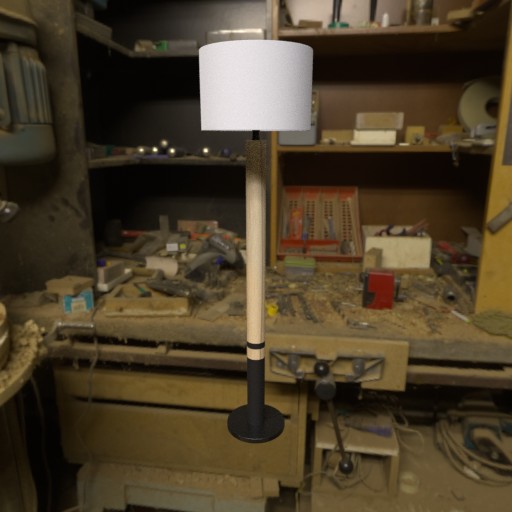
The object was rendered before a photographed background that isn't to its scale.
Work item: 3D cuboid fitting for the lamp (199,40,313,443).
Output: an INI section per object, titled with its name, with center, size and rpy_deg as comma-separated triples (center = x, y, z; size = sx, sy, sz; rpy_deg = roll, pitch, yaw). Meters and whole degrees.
[lamp]
center = 0.000, 0.000, 1.682
size = 0.381, 1.478, 0.381
rpy_deg = 2, 16, 8
